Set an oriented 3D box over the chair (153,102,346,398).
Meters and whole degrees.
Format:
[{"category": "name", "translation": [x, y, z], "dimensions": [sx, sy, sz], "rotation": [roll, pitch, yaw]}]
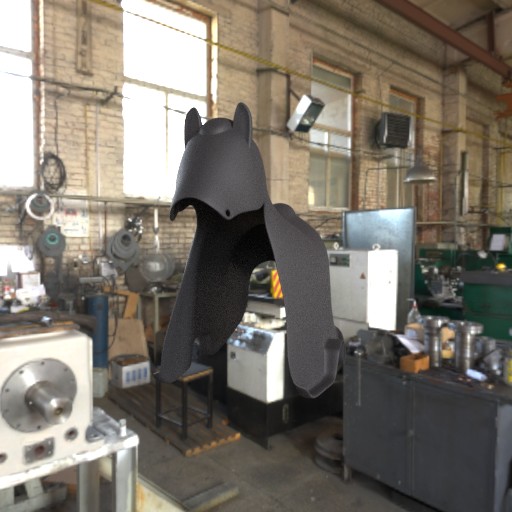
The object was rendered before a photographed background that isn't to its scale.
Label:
[{"category": "chair", "translation": [0.000, 0.000, 1.140], "dimensions": [0.429, 0.612, 0.800], "rotation": [0, 2, 17]}]
